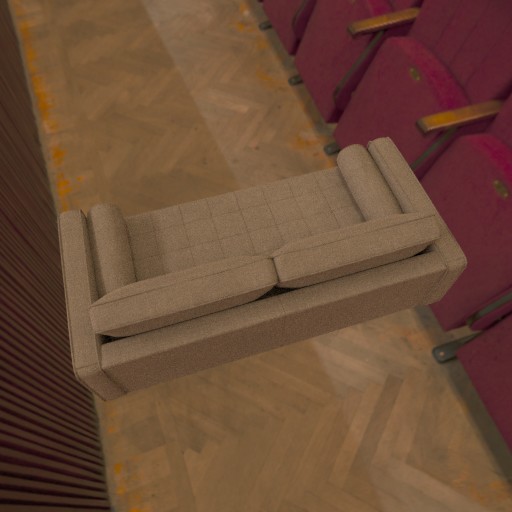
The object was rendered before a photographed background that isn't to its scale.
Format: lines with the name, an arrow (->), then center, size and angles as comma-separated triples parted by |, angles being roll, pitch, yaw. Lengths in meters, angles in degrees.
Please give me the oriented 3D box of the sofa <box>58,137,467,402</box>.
sofa -> 0.000, 0.000, 2.344 | 1.879, 0.762, 0.914 | -15, 60, -9
